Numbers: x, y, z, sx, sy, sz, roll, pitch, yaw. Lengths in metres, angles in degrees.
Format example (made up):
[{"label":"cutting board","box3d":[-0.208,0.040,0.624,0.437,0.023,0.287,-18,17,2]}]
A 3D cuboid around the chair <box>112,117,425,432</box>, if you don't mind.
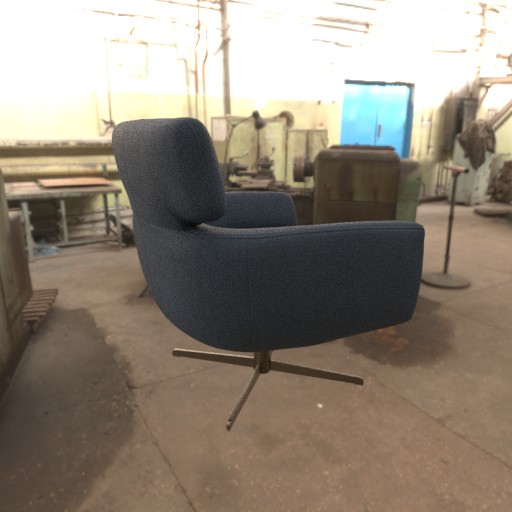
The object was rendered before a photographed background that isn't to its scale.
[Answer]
[{"label":"chair","box3d":[0.000,0.000,1.386,0.761,0.813,0.738,-8,18,-27]}]
